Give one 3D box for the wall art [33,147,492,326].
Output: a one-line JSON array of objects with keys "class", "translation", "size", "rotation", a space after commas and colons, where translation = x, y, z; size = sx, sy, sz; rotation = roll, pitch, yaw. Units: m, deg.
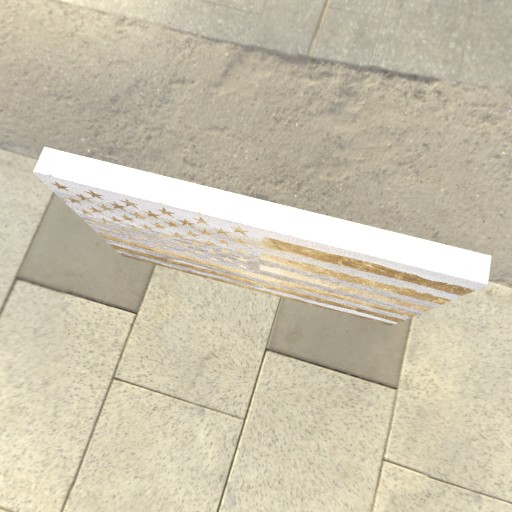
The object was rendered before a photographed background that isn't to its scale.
[{"class": "wall art", "translation": [0.000, 0.000, 0.771], "size": [0.606, 0.407, 0.041], "rotation": [14, 75, 4]}]
